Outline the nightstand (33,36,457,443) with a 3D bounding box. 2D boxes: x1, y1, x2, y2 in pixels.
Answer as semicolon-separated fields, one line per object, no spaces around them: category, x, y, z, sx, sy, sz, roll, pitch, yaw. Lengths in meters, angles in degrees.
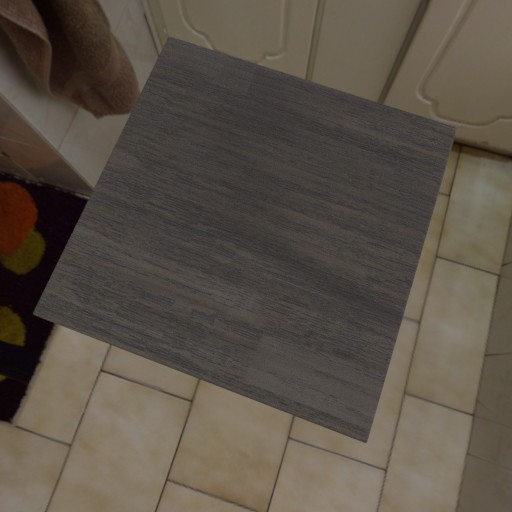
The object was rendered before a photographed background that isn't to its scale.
nightstand;0.000;0.000;0.911;0.502;0.497;0.503;20;77;5
